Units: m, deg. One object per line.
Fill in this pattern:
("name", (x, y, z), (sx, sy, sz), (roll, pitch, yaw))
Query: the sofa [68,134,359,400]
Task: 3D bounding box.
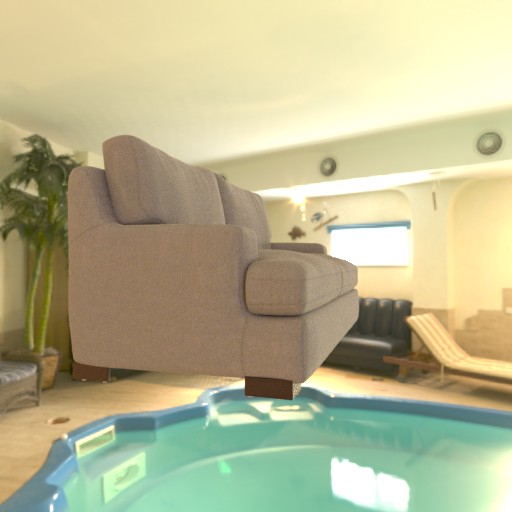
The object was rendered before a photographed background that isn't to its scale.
("sofa", (0.000, 0.000, 2.432), (0.962, 0.980, 1.855), (0, -1, 18))
